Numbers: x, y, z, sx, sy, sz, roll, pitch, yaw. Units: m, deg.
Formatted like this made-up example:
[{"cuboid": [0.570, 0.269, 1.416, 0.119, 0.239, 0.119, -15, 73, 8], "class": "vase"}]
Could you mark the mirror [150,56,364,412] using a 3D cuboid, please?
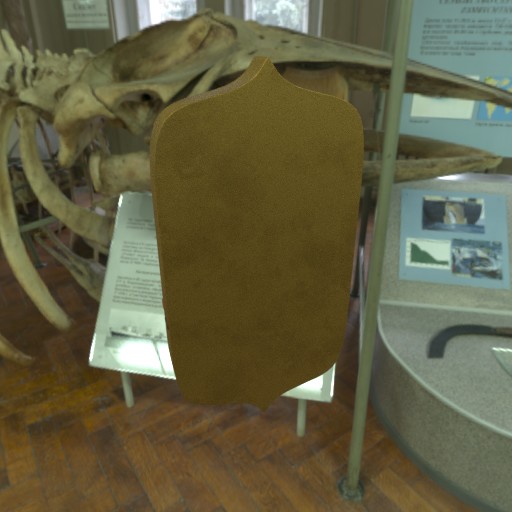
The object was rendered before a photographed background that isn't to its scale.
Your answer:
[{"cuboid": [0.000, 0.000, 0.746, 0.323, 0.613, 0.096, -9, 27, -18], "class": "mirror"}]
